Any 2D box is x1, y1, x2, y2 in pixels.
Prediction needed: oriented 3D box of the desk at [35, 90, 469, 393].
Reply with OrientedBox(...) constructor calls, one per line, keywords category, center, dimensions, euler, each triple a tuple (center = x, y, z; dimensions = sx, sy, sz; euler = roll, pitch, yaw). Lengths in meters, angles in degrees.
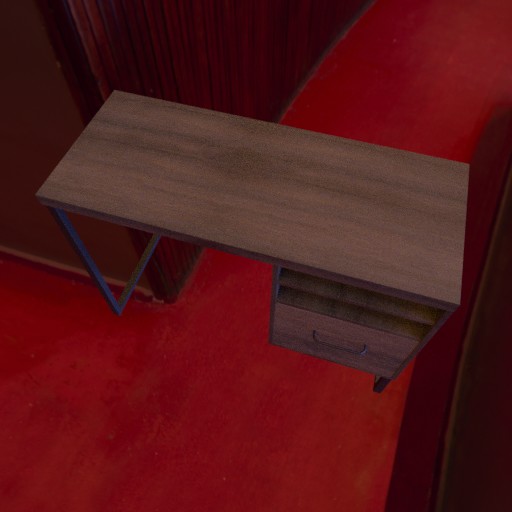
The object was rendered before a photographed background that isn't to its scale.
OrientedBox(category="desk", center=(0.000, 0.000, 1.556), dimensions=(1.134, 0.752, 0.511), euler=(15, 58, 9))
